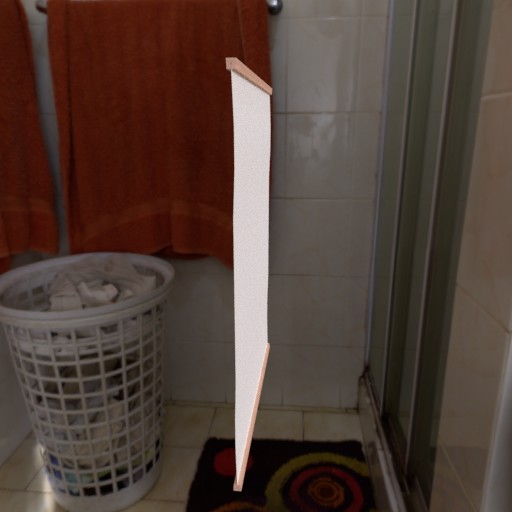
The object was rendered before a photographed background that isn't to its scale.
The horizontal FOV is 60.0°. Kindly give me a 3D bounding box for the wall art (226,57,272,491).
[{"bbox_3d":[0.000,0.000,1.335,0.020,1.013,0.758,2,17,7],"label":"wall art"}]
